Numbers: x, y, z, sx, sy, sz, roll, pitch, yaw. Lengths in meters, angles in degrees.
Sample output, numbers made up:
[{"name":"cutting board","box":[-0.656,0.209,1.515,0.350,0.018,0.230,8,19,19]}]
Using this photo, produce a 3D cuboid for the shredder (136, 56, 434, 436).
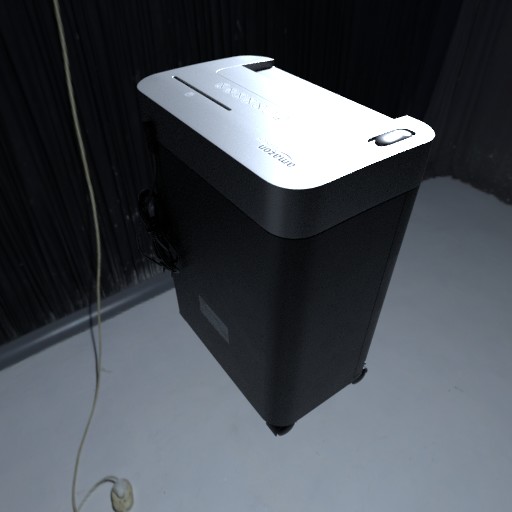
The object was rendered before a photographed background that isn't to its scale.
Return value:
[{"name":"shredder","box":[0.000,0.000,0.600,0.237,0.419,0.311,-25,47,-26]}]
